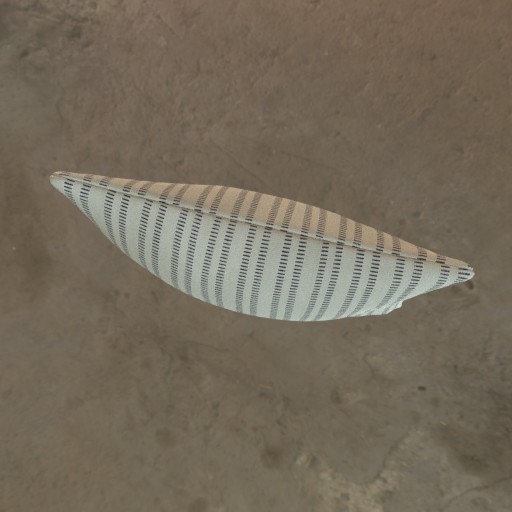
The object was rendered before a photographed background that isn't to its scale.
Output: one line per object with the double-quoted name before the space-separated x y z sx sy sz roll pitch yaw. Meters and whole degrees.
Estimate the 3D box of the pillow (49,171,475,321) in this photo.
"pillow" 0.000 0.000 0.802 0.640 0.353 0.210 13 77 3
